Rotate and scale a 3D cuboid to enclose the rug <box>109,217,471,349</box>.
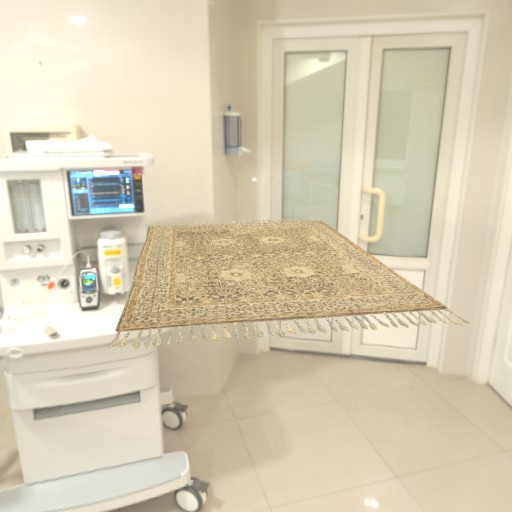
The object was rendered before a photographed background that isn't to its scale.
[{"bbox_3d":[0.000,0.000,3.064,1.619,0.023,2.465,-3,17,-9],"label":"rug"}]
